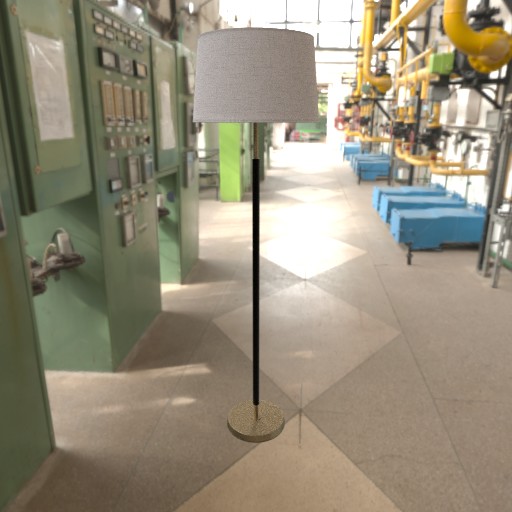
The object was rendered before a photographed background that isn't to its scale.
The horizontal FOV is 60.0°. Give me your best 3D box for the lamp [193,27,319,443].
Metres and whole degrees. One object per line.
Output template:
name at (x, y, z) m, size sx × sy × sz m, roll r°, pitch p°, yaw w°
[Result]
lamp at (0.000, 0.000, 1.622) m, size 0.420 × 1.447 × 0.420 m, roll 0°, pitch 17°, yaw 0°
